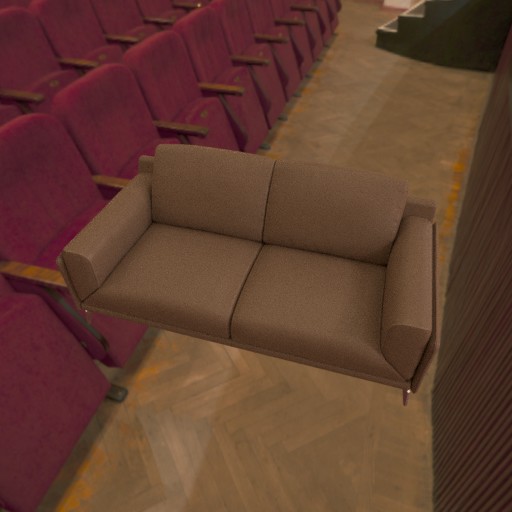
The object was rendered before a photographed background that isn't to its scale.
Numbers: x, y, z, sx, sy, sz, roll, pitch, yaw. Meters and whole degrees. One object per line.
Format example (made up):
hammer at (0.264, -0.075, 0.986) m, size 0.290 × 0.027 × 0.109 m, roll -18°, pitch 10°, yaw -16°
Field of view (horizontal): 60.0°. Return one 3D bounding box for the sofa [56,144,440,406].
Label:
sofa at (0.000, 0.000, 2.728) m, size 2.101 × 0.930 × 1.049 m, roll 11°, pitch 42°, yaw 13°
